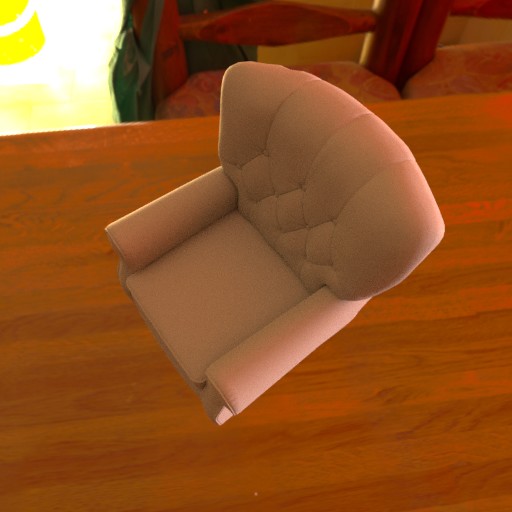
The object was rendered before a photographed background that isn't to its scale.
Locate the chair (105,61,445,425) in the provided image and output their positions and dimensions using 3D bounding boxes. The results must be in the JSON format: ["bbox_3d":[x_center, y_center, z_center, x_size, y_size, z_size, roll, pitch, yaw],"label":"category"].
[{"bbox_3d":[0.000,0.000,2.011,1.128,1.217,1.090,-34,67,-17],"label":"chair"}]
